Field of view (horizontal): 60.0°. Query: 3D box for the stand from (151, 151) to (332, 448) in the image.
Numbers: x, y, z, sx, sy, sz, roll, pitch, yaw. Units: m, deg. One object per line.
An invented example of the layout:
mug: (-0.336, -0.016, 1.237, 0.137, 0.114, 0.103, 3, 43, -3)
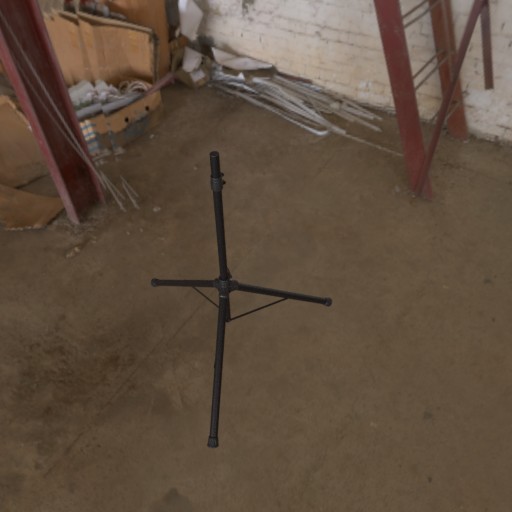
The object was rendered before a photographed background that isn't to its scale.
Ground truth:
stand: (0.000, 0.000, 1.958, 0.907, 1.136, 1.045, -16, 48, -15)
